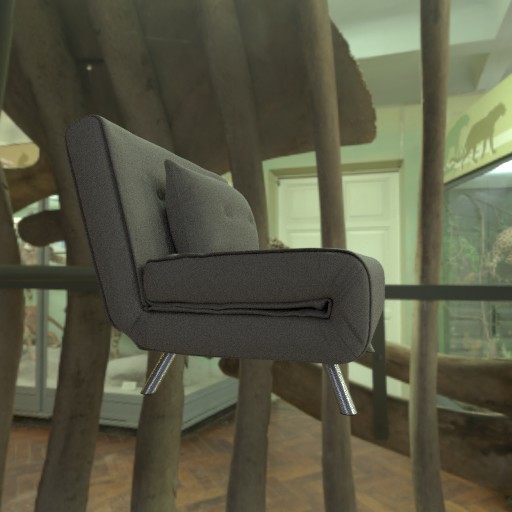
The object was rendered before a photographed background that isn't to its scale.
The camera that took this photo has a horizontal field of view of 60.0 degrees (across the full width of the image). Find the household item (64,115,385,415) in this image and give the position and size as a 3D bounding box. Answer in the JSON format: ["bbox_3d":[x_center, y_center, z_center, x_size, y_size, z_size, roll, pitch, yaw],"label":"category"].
[{"bbox_3d":[0.000,0.000,1.613,0.874,0.800,1.000,0,-1,18],"label":"household item"}]
